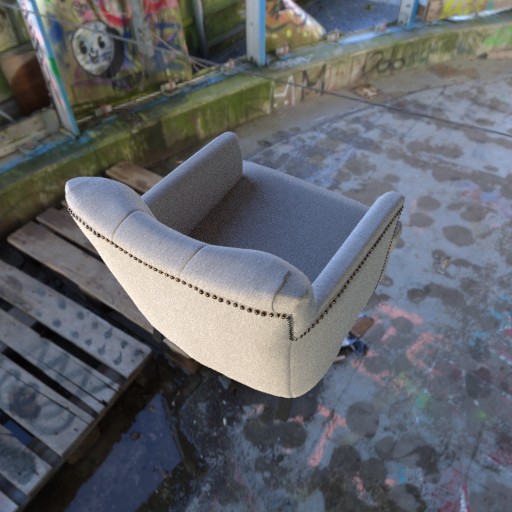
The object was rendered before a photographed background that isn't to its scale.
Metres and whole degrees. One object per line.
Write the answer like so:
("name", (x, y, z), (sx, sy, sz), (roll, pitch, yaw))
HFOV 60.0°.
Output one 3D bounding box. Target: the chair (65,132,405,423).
("chair", (0.000, 0.000, 1.513), (0.737, 0.823, 0.902), (26, 52, 22))
